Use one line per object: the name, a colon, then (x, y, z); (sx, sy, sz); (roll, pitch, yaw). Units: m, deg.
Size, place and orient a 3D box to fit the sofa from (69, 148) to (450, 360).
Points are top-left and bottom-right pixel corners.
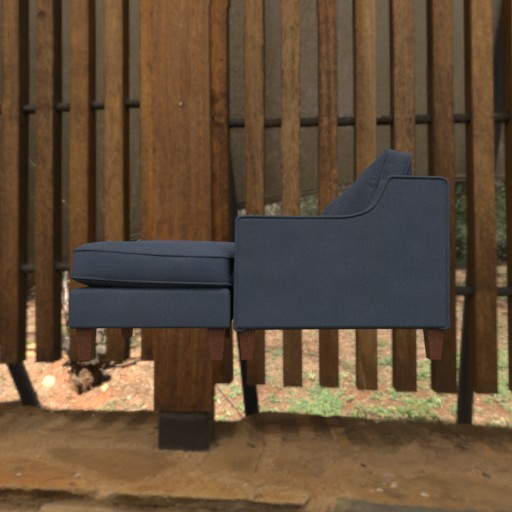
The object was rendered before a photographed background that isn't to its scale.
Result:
sofa: (0.000, 0.000, 3.247); (1.858, 1.066, 2.317); (0, -2, 0)
